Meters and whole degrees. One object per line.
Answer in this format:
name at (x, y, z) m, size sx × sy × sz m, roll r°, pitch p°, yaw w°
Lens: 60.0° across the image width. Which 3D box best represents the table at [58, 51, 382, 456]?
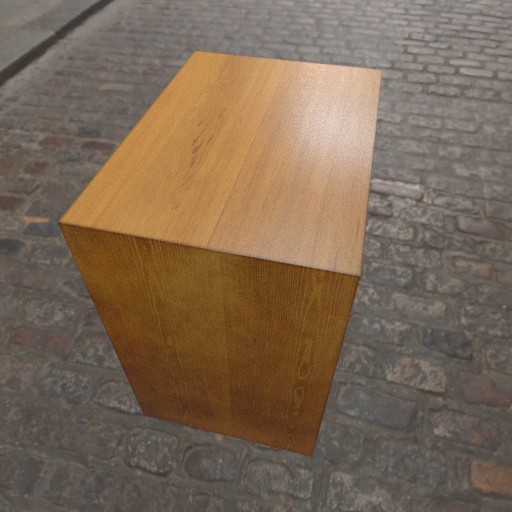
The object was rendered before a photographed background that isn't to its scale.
table at (0.000, 0.000, 0.949) m, size 0.400 × 0.605 × 0.550 m, roll 10°, pitch 48°, yaw 9°
